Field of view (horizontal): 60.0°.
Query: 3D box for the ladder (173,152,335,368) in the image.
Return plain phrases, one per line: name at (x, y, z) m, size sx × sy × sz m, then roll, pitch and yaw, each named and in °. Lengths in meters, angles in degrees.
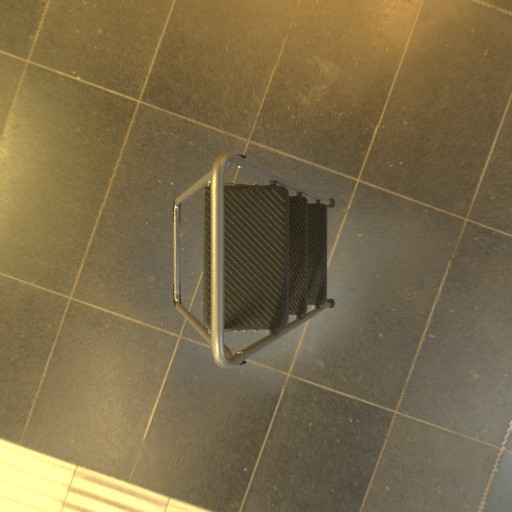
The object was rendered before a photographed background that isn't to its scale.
ladder at (0.000, 0.000, 1.256) m, size 0.629 × 0.945 × 0.430 m, roll 0°, pitch 91°, yaw -1°
